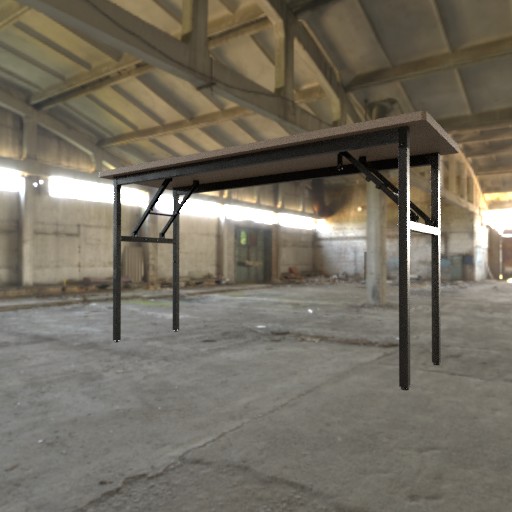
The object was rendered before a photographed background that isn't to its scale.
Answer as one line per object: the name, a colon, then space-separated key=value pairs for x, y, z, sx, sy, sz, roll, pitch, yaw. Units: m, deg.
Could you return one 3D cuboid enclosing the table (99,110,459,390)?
table: x=0.000 y=0.000 z=1.738 sx=1.397 sy=0.750 sz=0.447 roll=0 pitch=-1 yaw=35
